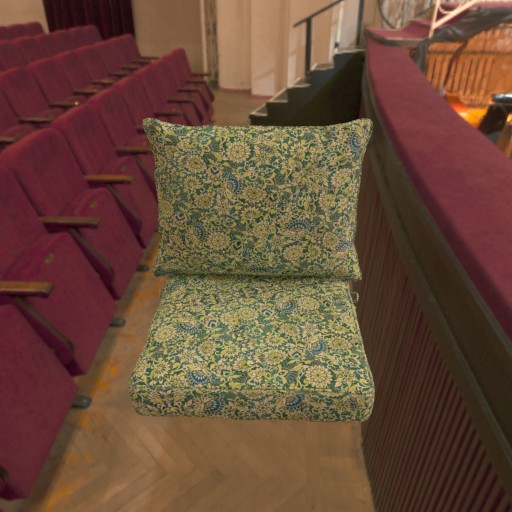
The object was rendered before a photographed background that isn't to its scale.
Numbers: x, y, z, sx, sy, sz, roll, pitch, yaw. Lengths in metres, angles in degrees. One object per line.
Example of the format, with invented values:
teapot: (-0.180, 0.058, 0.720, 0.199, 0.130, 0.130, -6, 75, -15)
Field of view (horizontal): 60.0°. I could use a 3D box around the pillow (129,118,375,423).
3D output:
pillow: (0.000, 0.000, 1.400, 0.798, 0.722, 0.740, 1, 31, 2)
